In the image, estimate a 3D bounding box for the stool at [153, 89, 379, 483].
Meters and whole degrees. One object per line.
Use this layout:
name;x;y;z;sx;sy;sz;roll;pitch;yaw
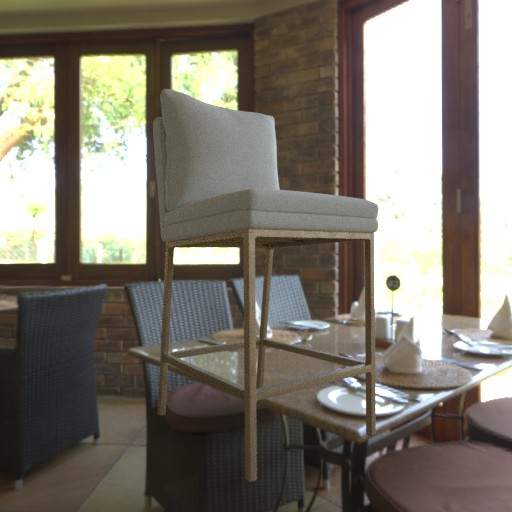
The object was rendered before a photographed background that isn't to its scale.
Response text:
stool;0.000;0.000;1.350;0.463;1.032;0.572;0;0;-37
